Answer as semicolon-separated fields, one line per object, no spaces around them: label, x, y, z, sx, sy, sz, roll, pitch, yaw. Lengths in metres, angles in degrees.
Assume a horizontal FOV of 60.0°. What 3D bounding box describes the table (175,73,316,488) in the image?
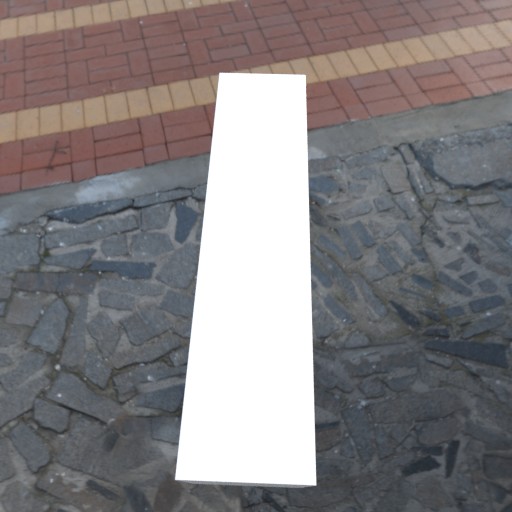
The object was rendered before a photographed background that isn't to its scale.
table;0.000;0.000;1.798;0.390;0.420;1.650;2;62;1
